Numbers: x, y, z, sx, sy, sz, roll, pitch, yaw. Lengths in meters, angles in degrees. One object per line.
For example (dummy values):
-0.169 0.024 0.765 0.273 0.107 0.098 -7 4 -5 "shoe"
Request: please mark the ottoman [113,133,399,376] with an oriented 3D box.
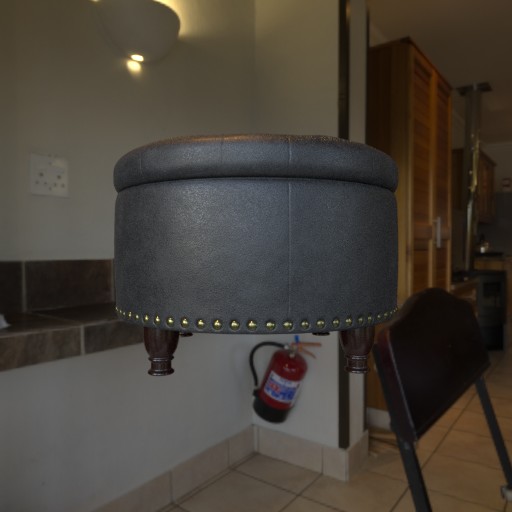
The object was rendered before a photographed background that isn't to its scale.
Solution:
0.000 0.000 1.041 0.637 0.442 0.637 0 1 0 "ottoman"
